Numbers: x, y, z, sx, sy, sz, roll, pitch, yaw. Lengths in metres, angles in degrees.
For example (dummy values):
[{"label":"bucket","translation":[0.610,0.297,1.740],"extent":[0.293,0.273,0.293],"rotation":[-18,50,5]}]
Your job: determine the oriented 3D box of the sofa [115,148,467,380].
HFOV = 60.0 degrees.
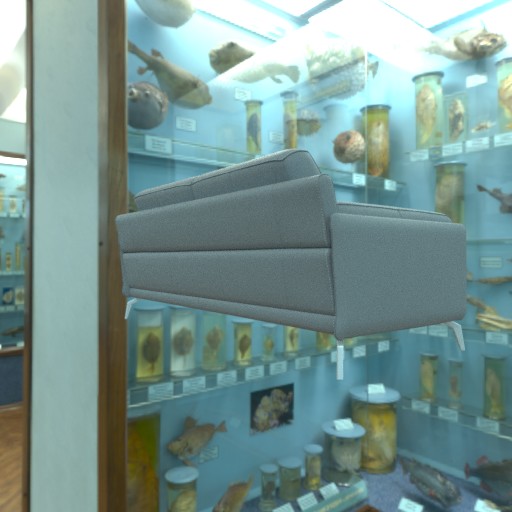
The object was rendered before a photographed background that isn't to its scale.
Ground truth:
[{"label":"sofa","translation":[0.000,0.000,2.638],"extent":[0.969,0.900,2.100],"rotation":[0,0,-38]}]
